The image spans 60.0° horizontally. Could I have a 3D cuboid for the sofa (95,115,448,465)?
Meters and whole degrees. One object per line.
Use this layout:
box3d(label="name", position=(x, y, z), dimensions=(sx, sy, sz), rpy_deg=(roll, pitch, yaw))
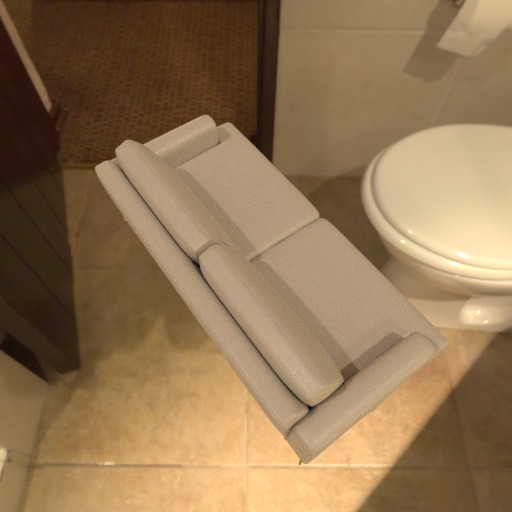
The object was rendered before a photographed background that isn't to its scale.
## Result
box3d(label="sofa", position=(0.000, 0.000, 2.420), dimensions=(0.974, 0.765, 1.940), rpy_deg=(-32, 64, -18))
